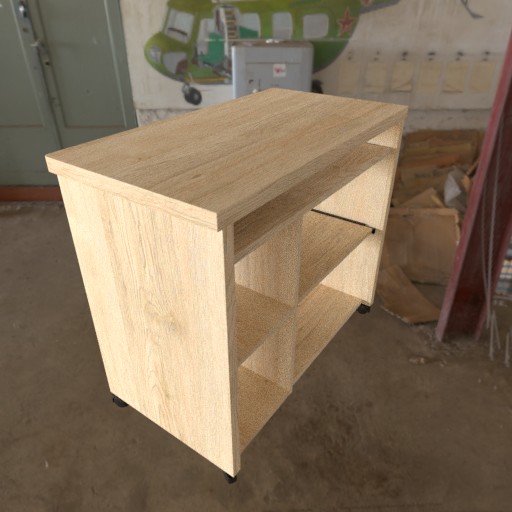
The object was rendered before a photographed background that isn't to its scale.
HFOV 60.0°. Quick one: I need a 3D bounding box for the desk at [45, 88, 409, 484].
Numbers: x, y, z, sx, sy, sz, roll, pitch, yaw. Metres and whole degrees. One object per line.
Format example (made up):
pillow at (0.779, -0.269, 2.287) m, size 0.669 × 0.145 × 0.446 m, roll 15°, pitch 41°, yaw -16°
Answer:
desk at (0.000, 0.000, 1.324) m, size 0.480 × 0.770 × 0.885 m, roll 20°, pitch 37°, yaw 30°
